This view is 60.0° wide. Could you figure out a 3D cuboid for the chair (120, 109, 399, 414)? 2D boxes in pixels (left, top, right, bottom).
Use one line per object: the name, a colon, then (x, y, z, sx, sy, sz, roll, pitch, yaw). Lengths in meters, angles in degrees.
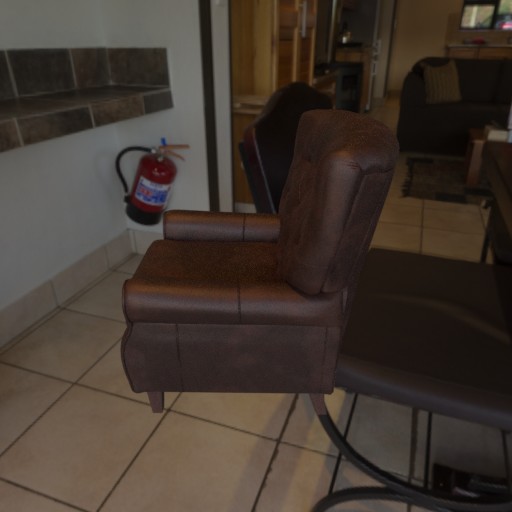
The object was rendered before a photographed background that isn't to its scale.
chair: (0.000, 0.000, 1.920, 1.058, 1.158, 0.948, 0, 26, 1)
